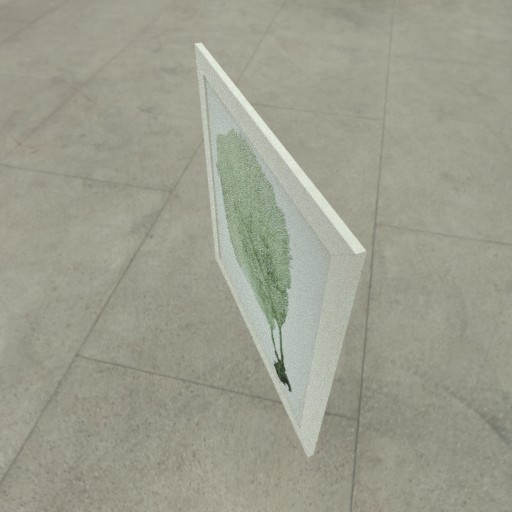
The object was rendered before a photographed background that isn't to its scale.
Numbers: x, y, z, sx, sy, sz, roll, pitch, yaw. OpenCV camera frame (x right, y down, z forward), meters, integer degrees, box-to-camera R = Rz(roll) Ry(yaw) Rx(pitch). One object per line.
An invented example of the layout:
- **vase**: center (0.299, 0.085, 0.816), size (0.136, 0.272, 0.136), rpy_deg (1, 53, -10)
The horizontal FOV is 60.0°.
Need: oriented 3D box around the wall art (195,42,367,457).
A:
- **wall art**: center (0.000, 0.000, 0.857), size (0.013, 0.584, 0.584), rpy_deg (-16, 49, -15)
